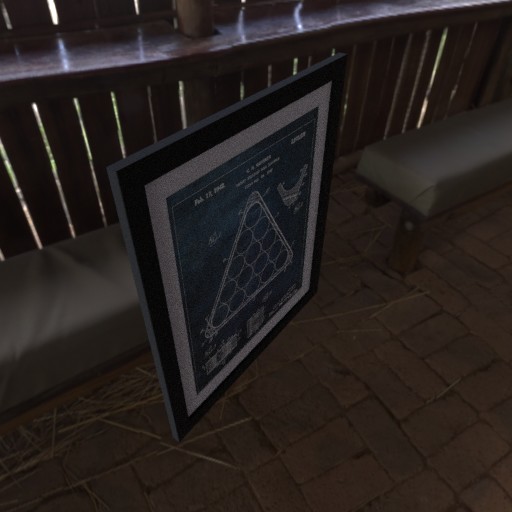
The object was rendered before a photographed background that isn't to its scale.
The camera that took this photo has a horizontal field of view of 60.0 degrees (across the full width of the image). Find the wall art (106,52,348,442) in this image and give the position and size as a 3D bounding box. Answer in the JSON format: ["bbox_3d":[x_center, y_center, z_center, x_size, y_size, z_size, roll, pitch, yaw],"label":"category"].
[{"bbox_3d":[0.000,0.000,0.500,0.010,0.361,0.311,26,47,27],"label":"wall art"}]
